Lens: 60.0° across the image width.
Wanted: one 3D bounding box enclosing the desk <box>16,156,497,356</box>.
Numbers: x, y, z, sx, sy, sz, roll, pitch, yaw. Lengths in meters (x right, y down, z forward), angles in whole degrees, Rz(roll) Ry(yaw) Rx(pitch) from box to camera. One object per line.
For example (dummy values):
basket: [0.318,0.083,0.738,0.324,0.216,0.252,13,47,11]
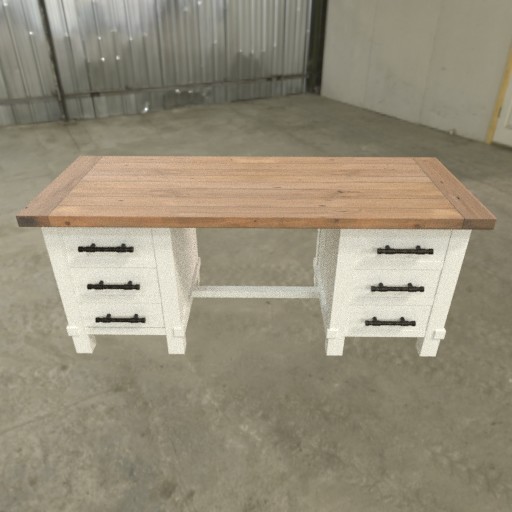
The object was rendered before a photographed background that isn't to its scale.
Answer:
desk: [0.000,0.000,2.153,1.803,0.760,0.688,0,31,1]
